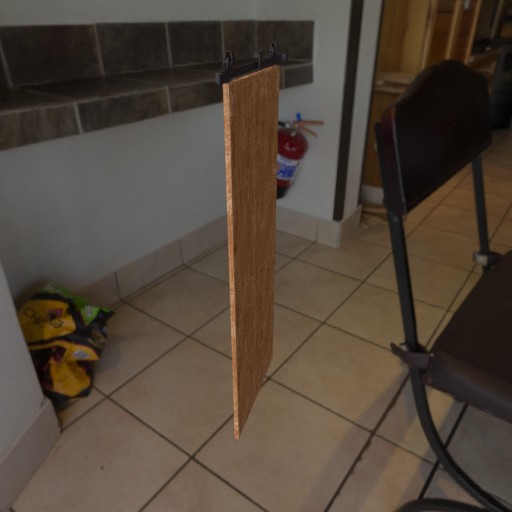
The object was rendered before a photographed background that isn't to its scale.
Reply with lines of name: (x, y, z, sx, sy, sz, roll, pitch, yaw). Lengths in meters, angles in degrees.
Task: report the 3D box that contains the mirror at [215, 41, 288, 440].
mirror: (0.000, 0.000, 2.086, 0.042, 1.793, 0.847, 9, 30, 15)
